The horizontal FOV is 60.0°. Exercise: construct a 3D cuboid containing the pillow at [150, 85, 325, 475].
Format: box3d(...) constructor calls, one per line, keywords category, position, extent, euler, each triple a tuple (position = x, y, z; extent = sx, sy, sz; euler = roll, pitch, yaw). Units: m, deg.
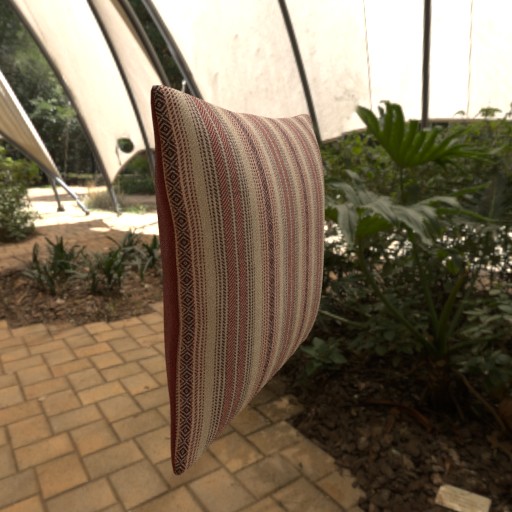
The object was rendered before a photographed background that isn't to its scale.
box3d(category="pillow", position=(0.000, 0.000, 0.760), extent=(0.166, 0.497, 0.513), euler=(7, 15, 25))
